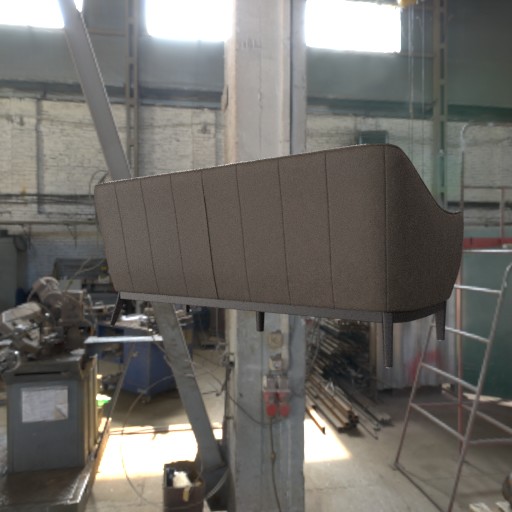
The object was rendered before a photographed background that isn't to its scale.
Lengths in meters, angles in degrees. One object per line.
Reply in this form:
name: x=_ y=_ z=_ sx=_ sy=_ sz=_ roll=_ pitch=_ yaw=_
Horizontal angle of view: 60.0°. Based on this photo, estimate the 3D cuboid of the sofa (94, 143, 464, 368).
sofa: x=0.000 y=0.000 z=2.383 sx=1.928 sy=0.831 sz=0.869 roll=0 pitch=0 yaw=35
